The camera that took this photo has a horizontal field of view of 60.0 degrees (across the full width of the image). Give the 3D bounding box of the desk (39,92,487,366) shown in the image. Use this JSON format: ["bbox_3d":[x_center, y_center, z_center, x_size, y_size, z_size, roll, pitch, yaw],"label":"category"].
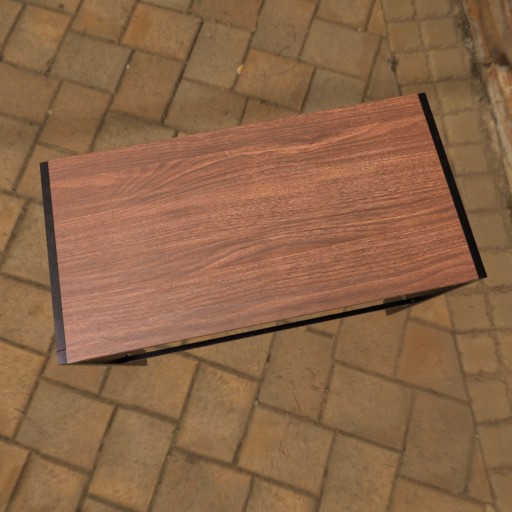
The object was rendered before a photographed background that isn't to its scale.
[{"bbox_3d":[0.000,0.000,1.449,1.016,0.762,0.508,-11,76,-3],"label":"desk"}]
